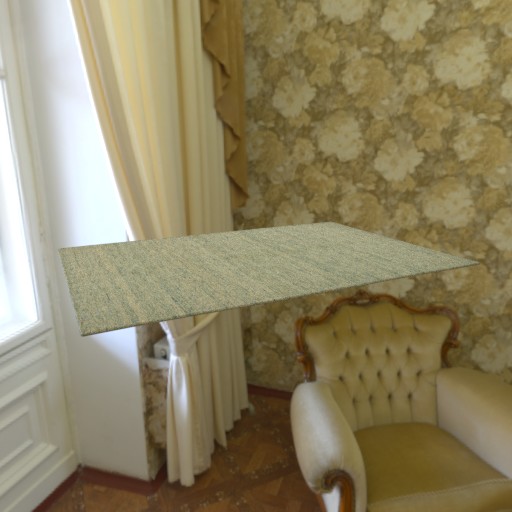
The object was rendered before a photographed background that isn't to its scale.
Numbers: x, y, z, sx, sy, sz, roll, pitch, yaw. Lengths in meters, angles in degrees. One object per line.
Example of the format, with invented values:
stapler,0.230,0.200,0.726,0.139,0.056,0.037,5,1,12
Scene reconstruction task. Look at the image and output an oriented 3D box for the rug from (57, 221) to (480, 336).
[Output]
rug,0.000,0.000,2.871,2.283,0.013,1.547,-7,17,-26
